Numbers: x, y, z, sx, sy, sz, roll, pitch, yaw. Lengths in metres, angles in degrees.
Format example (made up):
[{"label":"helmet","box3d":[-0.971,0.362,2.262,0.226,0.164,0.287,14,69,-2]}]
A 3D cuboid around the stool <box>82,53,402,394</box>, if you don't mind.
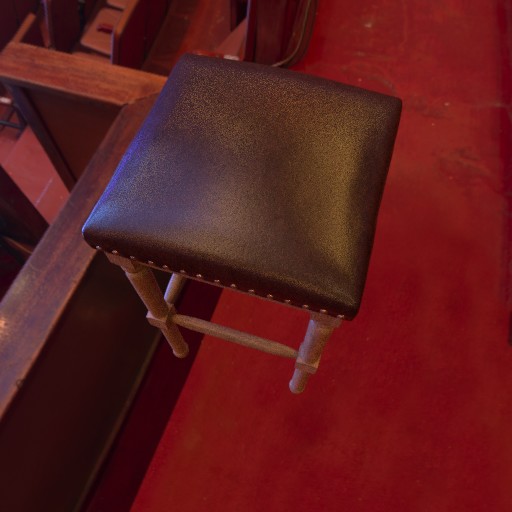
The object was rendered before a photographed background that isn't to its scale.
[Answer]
[{"label":"stool","box3d":[0.000,0.000,0.916,0.383,0.702,0.382,15,63,8]}]
